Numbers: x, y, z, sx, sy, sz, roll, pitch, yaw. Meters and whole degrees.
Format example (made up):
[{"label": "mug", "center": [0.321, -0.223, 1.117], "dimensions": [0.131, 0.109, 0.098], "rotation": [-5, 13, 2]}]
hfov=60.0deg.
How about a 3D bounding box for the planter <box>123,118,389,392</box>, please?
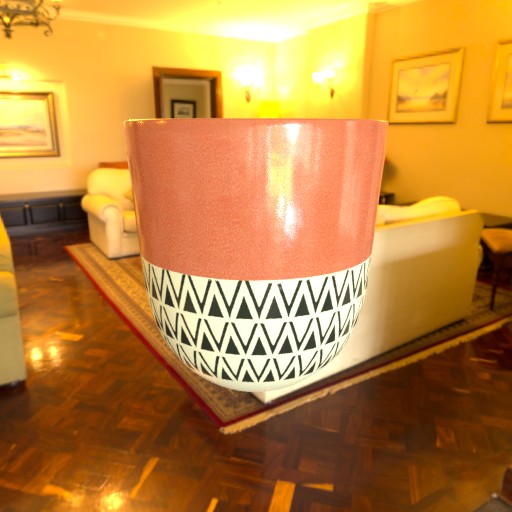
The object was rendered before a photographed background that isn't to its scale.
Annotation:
[{"label": "planter", "center": [0.000, 0.000, 0.368], "dimensions": [0.195, 0.214, 0.195], "rotation": [0, 16, 0]}]
